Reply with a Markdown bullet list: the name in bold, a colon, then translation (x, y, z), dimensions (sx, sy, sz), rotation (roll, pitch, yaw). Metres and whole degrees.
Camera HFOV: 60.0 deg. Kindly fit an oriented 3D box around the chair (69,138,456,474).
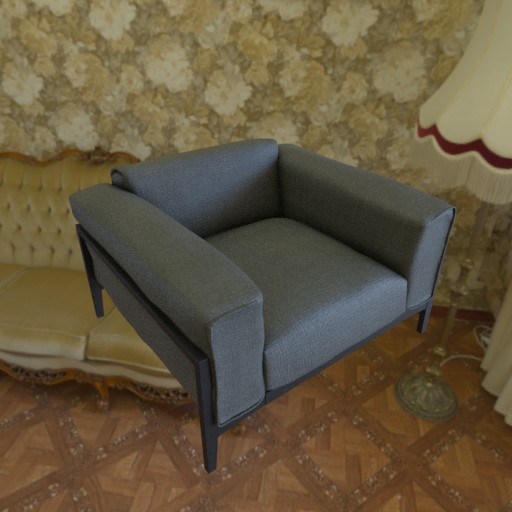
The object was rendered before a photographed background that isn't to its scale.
- **chair**: translation (0.000, 0.000, 1.681), dimensions (1.056, 0.646, 0.969), rotation (-21, 37, -31)
